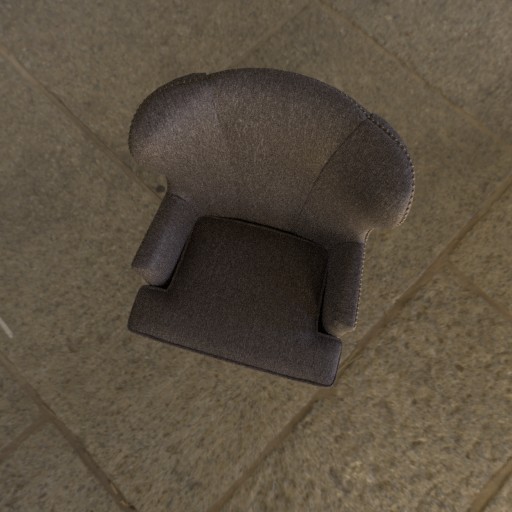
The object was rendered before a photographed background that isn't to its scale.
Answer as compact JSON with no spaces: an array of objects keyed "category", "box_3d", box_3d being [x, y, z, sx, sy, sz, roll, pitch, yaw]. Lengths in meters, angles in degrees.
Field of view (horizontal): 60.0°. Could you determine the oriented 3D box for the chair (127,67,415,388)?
[{"category":"chair","box_3d":[0.000,0.000,1.564,0.759,1.060,0.758,15,75,4]}]
